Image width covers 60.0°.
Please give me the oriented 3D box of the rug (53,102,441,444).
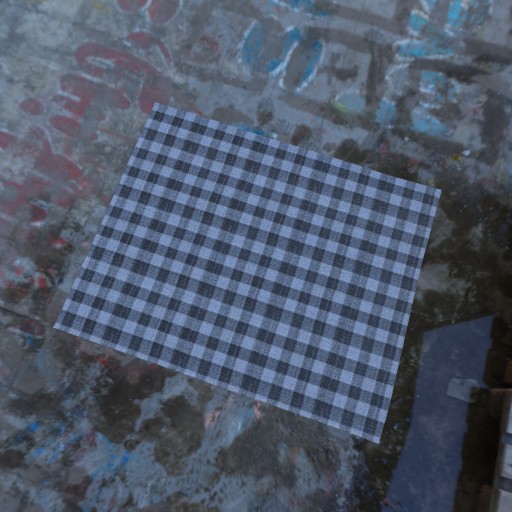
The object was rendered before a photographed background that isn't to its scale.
[{"bbox_3d":[0.000,0.000,4.149,3.021,0.013,2.432,18,76,5],"label":"rug"}]
